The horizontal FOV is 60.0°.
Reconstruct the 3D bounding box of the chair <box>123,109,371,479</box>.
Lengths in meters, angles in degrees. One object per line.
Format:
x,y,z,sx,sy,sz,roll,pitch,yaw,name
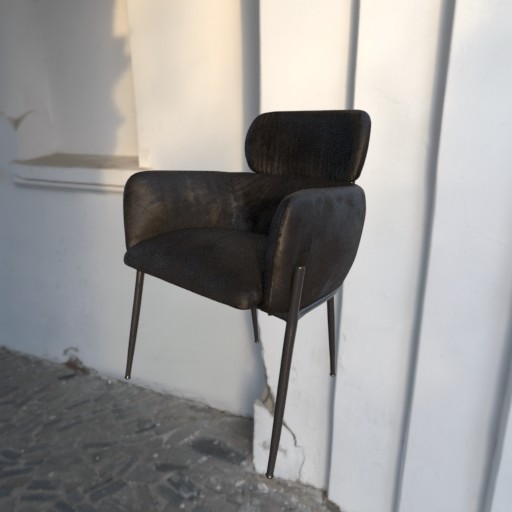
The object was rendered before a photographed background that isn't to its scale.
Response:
0.000,0.000,1.292,0.640,0.818,0.604,15,22,41,chair
